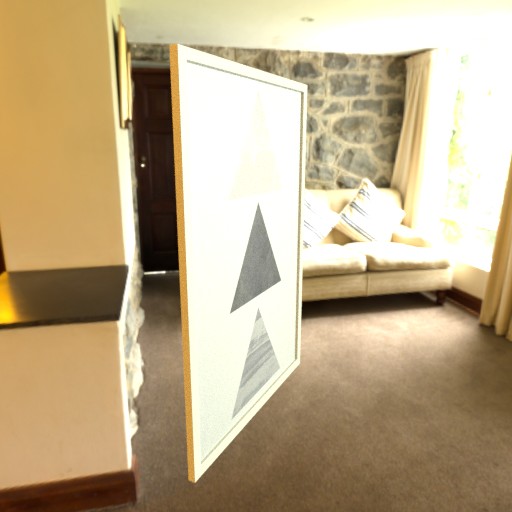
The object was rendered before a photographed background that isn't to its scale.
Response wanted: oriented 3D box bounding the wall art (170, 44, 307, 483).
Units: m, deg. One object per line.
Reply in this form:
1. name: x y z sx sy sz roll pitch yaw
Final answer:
1. wall art: 0.000 0.000 0.838 0.013 0.656 0.456 7 16 26
